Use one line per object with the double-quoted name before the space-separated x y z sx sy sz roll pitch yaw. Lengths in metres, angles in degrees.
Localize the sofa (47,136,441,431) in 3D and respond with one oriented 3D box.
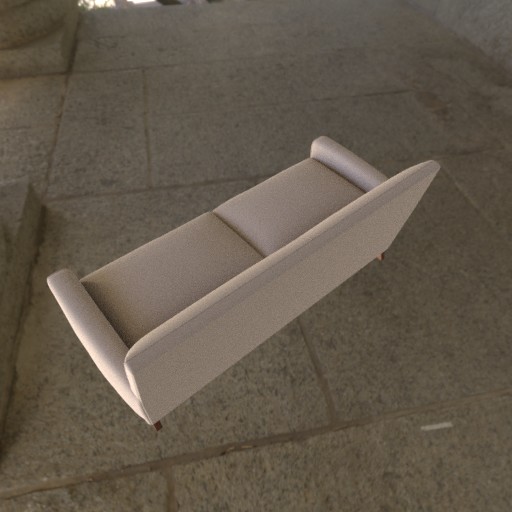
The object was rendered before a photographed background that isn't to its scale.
"sofa" 0.000 0.000 2.499 2.000 0.846 0.875 -32 55 -27
